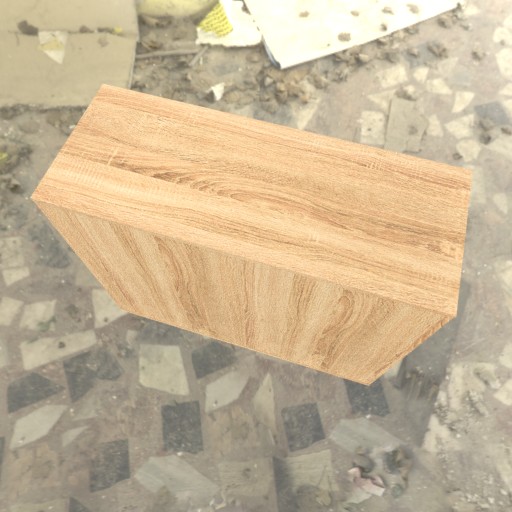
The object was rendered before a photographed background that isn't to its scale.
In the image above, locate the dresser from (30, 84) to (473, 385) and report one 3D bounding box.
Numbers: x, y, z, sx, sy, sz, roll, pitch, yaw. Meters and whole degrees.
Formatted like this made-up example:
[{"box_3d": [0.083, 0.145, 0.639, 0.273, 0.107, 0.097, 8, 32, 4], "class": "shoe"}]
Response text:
[{"box_3d": [0.000, 0.000, 1.587, 1.100, 0.900, 0.450, 15, 65, 8], "class": "dresser"}]
